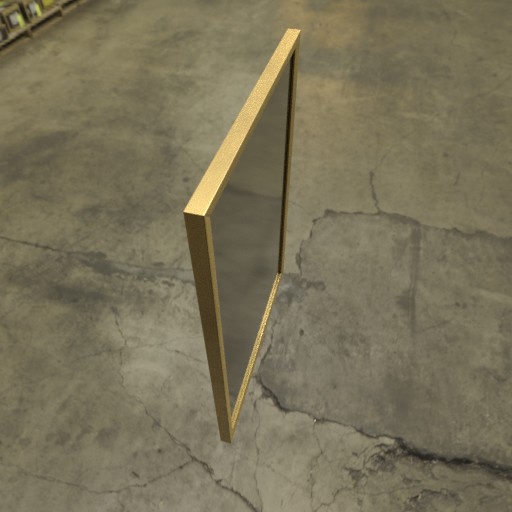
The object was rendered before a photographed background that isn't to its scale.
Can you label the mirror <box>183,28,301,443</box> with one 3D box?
[{"bbox_3d":[0.000,0.000,1.328,0.040,1.016,0.762,12,49,10],"label":"mirror"}]
